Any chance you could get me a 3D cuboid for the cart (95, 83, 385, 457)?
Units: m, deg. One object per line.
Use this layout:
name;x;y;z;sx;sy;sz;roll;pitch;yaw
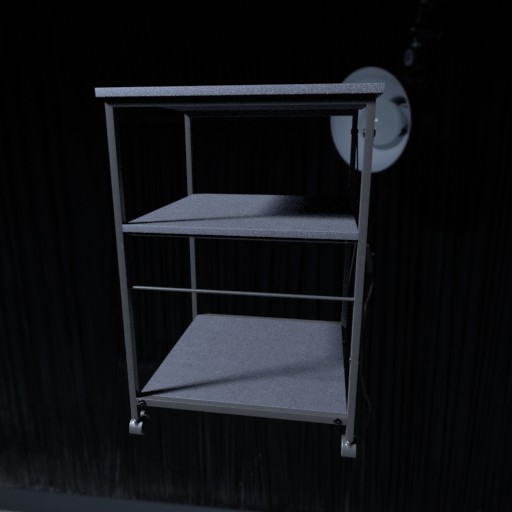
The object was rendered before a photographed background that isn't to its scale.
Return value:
cart;0.000;0.000;1.128;0.520;0.762;0.521;2;15;9
